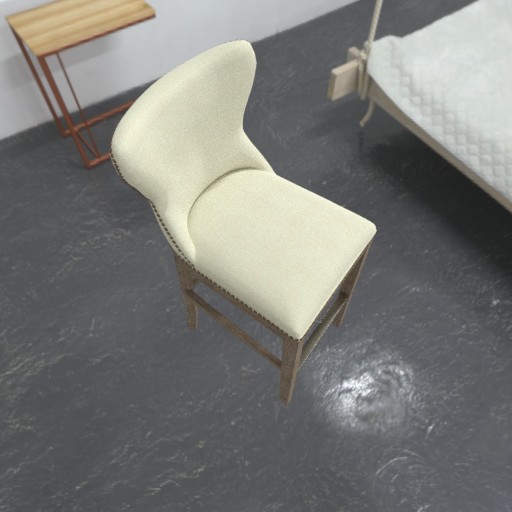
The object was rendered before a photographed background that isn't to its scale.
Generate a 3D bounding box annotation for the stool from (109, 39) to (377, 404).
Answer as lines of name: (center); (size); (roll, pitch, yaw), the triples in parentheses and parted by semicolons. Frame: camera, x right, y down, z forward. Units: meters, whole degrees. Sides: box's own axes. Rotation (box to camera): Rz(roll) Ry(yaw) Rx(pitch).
stool: (0.000, 0.000, 1.444); (0.606, 1.123, 0.494); (32, 64, 18)
